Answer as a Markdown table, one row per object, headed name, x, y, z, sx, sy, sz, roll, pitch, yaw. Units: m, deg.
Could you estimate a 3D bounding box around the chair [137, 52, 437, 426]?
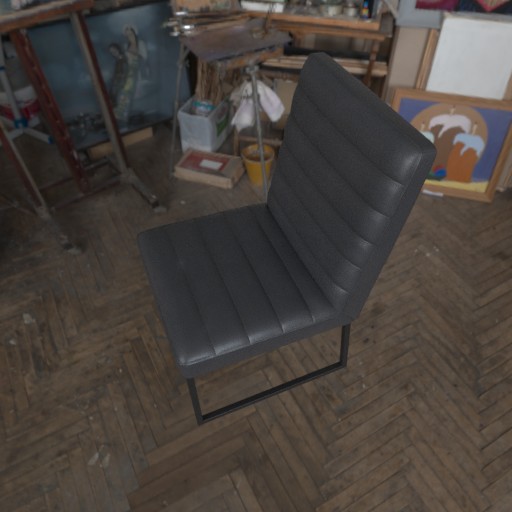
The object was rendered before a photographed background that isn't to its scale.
| name | x | y | z | sx | sy | sz | roll | pitch | yaw |
| --- | --- | --- | --- | --- | --- | --- | --- | --- | --- |
| chair | 0.000 | 0.000 | 1.320 | 0.634 | 0.930 | 0.520 | -17 | 50 | -15 |
